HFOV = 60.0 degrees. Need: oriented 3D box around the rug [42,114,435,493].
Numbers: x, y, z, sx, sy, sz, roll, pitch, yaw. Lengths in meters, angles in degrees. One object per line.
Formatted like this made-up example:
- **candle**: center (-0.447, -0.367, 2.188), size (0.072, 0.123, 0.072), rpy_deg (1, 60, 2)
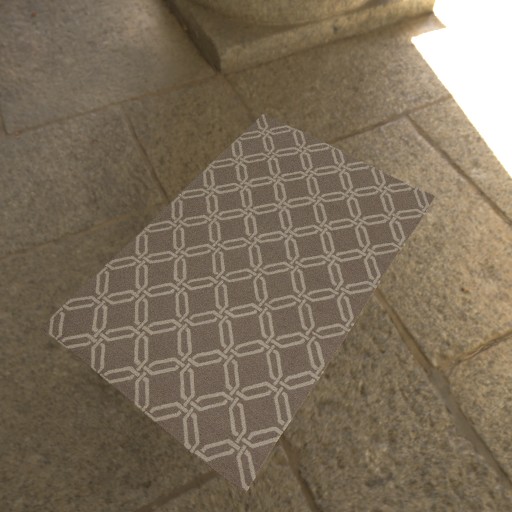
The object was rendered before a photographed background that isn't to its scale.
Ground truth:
- **rug**: center (0.000, 0.000, 2.183), size (1.142, 0.010, 1.748), rpy_deg (31, 63, 18)
